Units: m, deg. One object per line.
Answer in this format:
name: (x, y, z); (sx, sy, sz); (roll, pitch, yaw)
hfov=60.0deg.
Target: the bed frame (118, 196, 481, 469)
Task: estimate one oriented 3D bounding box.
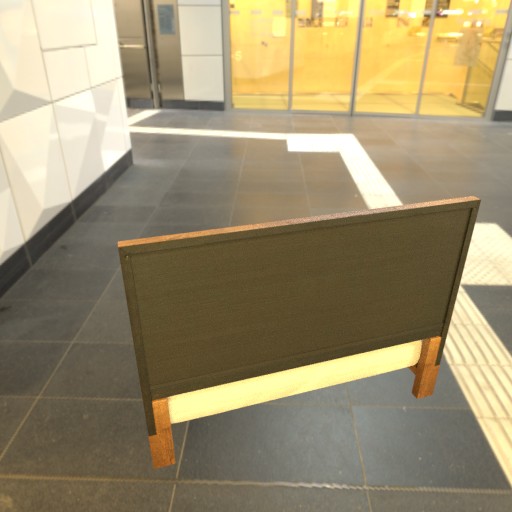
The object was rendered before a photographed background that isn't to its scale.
bed frame: (0.000, 0.000, 3.601); (2.038, 1.537, 2.235); (-8, 29, -16)
